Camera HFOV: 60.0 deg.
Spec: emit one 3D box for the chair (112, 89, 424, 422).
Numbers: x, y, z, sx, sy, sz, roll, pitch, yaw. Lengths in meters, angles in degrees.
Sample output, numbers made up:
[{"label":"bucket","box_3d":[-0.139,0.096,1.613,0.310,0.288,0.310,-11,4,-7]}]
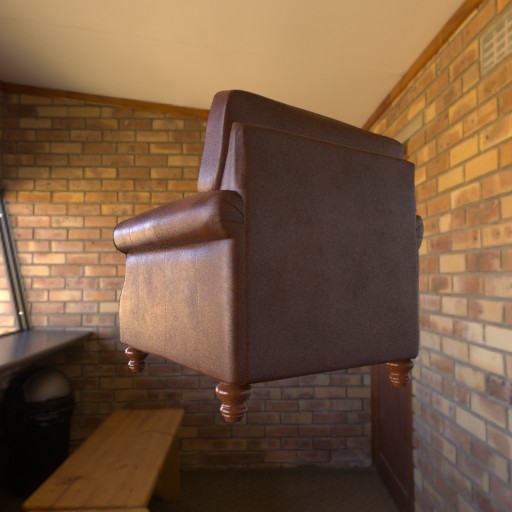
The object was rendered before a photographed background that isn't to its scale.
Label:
[{"label":"chair","box_3d":[0.000,0.000,1.804,0.989,0.972,0.992,2,-4,-34]}]
